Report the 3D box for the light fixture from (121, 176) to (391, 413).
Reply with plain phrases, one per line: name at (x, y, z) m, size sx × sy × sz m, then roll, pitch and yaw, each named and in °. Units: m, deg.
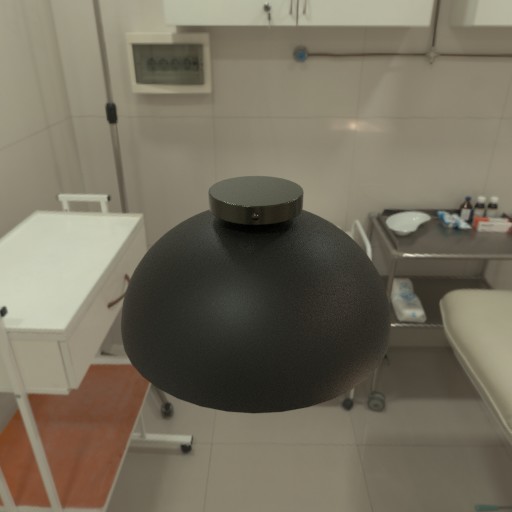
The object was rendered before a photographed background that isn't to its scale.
light fixture at (0.000, 0.000, 0.566) m, size 0.355 × 0.177 × 0.355 m, roll 0°, pitch 27°, yaw 0°
